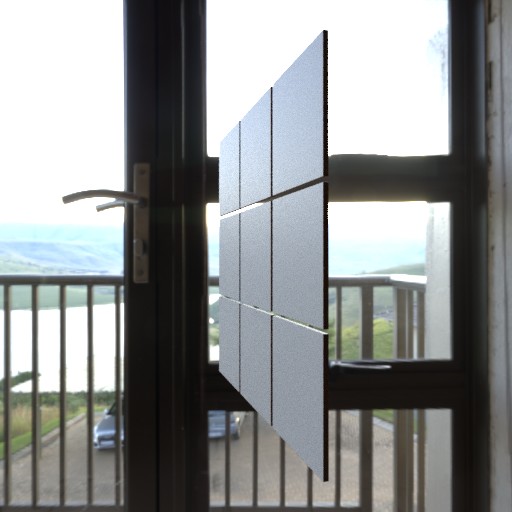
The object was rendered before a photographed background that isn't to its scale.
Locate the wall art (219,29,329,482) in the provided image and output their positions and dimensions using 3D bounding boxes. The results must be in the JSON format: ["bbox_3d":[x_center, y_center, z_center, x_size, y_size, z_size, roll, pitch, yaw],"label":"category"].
[{"bbox_3d":[0.000,0.000,1.818,0.017,1.246,1.256,0,0,-18],"label":"wall art"}]
